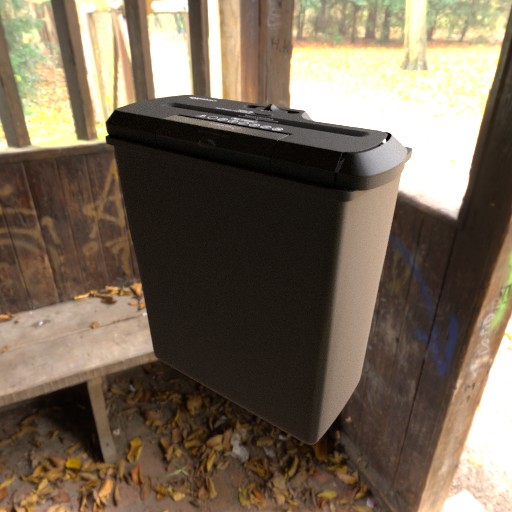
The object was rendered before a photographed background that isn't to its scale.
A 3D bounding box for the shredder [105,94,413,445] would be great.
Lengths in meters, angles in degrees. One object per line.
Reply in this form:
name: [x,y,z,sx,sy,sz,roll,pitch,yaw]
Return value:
shredder: [0.000,0.000,0.524,0.320,0.335,0.170,19,35,30]
